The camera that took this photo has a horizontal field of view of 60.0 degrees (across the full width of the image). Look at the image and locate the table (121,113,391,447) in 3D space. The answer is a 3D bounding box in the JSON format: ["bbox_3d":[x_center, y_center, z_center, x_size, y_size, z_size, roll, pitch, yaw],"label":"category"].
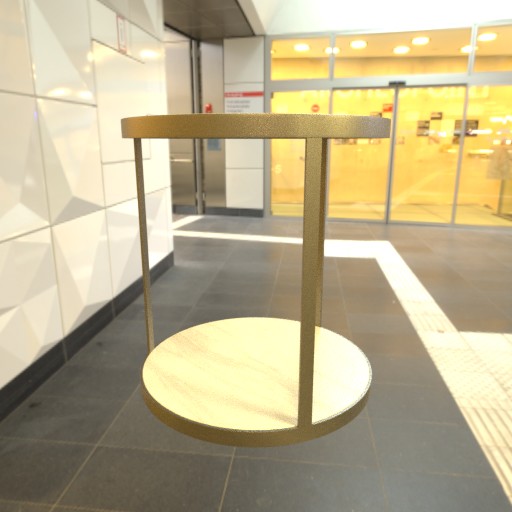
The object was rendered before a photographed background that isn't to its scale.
[{"bbox_3d":[0.000,0.000,0.820,0.445,0.479,0.445,0,15,0],"label":"table"}]
